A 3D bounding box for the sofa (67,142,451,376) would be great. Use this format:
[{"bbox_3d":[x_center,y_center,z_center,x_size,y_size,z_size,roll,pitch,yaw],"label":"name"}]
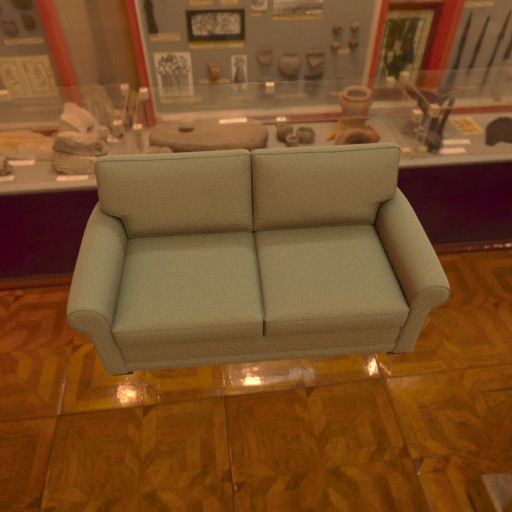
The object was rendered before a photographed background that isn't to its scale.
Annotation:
[{"bbox_3d":[0.000,0.000,2.511,1.930,0.952,0.940,-4,45,-4],"label":"sofa"}]
